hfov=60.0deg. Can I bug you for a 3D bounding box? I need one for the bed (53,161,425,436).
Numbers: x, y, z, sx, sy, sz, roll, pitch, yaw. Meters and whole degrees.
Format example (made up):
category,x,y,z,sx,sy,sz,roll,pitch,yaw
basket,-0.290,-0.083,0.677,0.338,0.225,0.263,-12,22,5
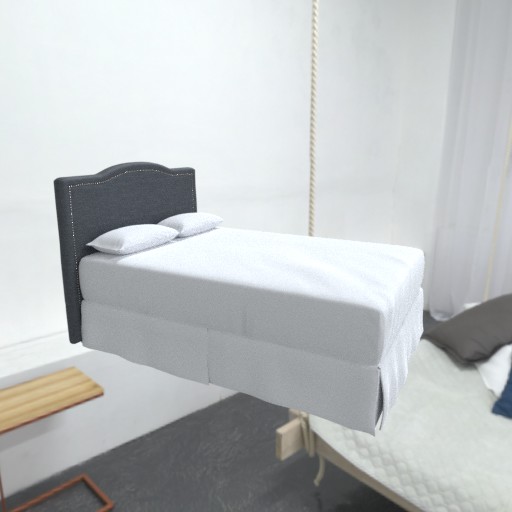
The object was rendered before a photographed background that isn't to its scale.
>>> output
category,x,y,z,sx,sy,sz,roll,pitch,yaw
bed,0.000,0.000,3.579,2.507,1.441,1.747,7,16,27
